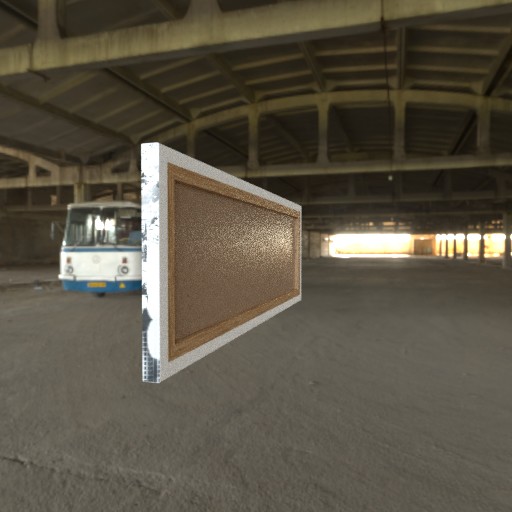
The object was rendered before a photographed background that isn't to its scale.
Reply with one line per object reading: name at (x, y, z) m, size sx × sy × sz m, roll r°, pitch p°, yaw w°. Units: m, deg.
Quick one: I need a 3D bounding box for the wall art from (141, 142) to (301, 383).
wall art at (0.000, 0.000, 1.666) m, size 0.044 × 0.507 × 1.520 m, roll 0°, pitch 1°, yaw 17°
